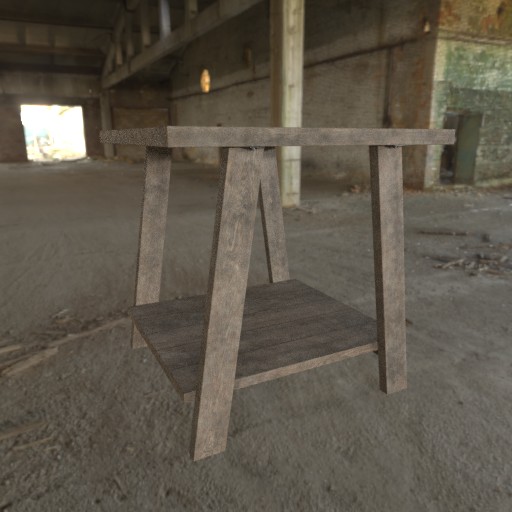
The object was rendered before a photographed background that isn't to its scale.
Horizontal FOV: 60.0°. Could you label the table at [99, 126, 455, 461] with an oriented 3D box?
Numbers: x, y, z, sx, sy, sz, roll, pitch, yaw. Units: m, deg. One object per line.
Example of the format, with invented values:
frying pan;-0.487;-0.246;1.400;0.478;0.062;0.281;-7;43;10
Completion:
table;0.000;0.000;1.117;0.610;0.610;0.610;-8;17;-27
